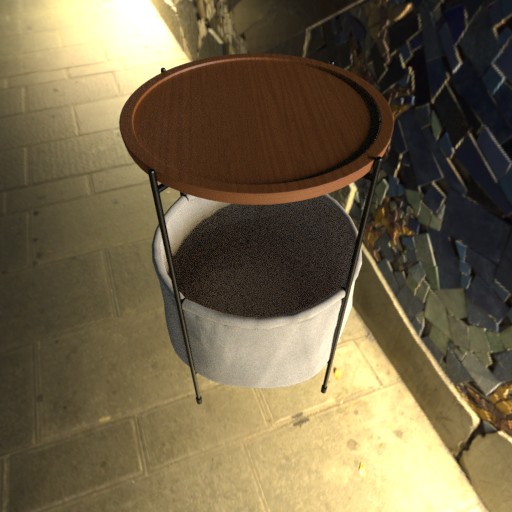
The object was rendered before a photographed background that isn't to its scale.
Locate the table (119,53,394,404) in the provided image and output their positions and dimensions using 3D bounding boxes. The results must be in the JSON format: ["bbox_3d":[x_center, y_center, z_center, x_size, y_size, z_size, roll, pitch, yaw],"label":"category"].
[{"bbox_3d":[0.000,0.000,0.862,0.393,0.623,0.393,-4,47,-4],"label":"table"}]
